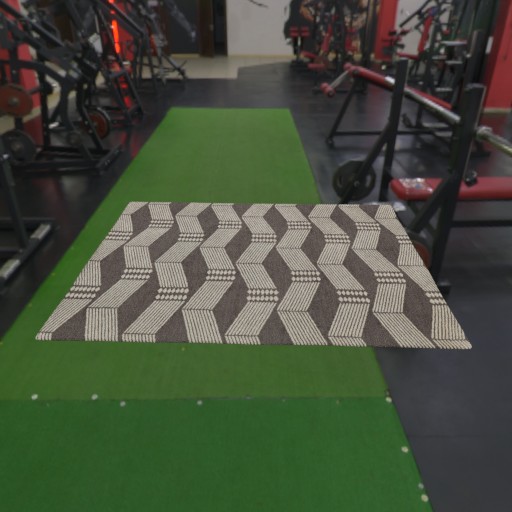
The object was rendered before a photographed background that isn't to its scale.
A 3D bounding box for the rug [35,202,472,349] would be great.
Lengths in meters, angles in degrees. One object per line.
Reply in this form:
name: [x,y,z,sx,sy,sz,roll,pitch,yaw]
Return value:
rug: [0.000,0.000,4.124,3.048,0.016,2.438,1,30,2]
